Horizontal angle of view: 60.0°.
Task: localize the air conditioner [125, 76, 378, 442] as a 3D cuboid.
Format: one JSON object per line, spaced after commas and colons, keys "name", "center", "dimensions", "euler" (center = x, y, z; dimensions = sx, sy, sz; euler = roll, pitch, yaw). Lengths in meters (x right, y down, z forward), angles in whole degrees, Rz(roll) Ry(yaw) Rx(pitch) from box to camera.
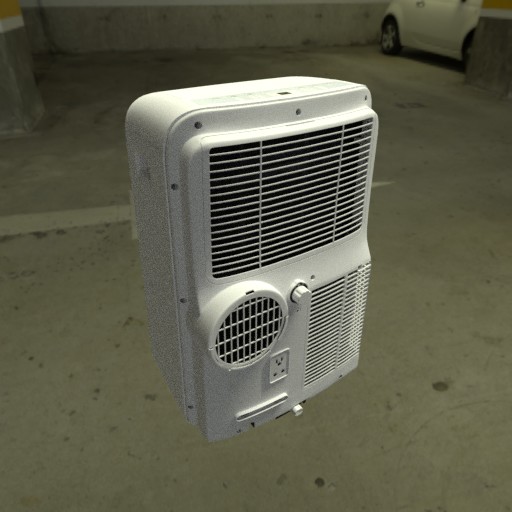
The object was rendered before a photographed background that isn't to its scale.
{"name": "air conditioner", "center": [0.000, 0.000, 0.956], "dimensions": [0.454, 0.700, 0.365], "euler": [-19, 36, -28]}
